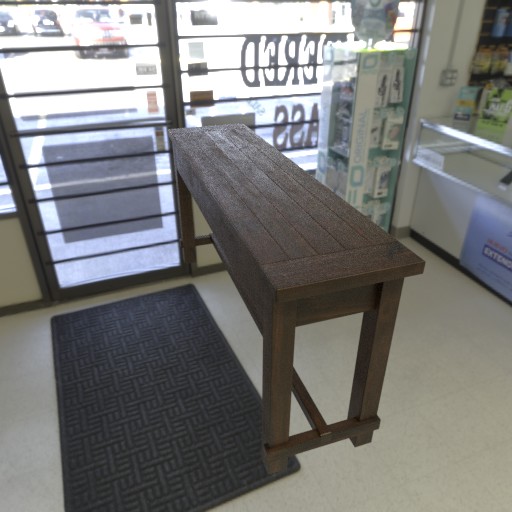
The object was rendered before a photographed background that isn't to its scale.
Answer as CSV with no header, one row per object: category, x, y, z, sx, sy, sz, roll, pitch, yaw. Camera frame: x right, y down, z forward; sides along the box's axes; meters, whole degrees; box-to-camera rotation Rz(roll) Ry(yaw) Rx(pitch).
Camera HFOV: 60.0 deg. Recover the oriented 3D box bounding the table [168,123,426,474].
table,0.000,0.000,1.932,0.442,0.762,1.599,-10,31,-16
